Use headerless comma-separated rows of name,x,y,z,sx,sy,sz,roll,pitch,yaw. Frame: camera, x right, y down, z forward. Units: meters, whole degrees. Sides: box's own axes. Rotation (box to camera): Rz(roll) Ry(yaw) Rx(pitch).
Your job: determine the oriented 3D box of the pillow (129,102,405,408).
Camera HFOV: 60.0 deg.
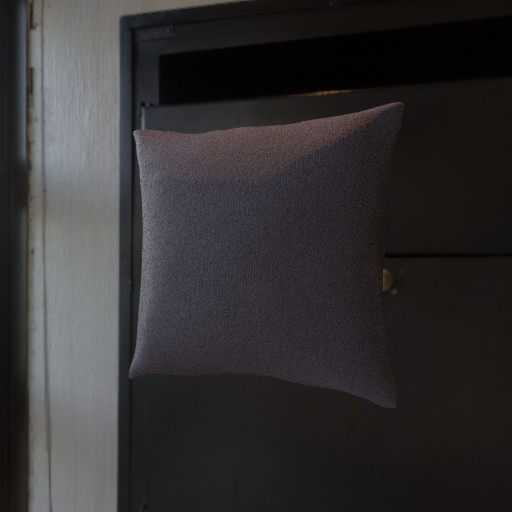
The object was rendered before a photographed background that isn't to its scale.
pillow,0.000,0.000,0.706,0.452,0.439,0.204,0,-1,17
